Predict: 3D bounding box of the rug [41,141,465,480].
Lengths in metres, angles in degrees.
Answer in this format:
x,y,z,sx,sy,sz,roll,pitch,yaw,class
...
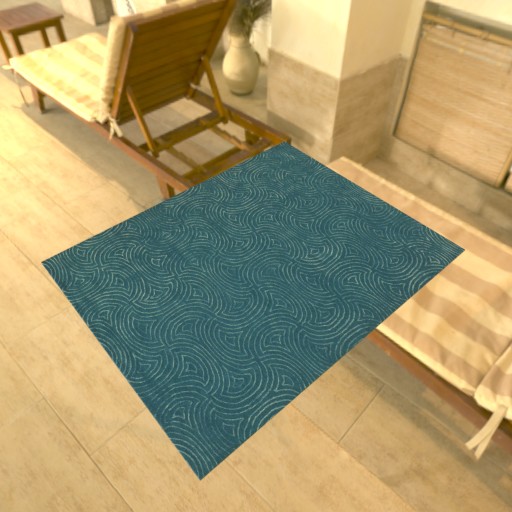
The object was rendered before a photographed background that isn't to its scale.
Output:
x,y,z,sx,sy,sz,roll,pitch,yaw,class
0.000,0.000,4.057,3.033,0.012,2.432,-32,54,-27,rug
